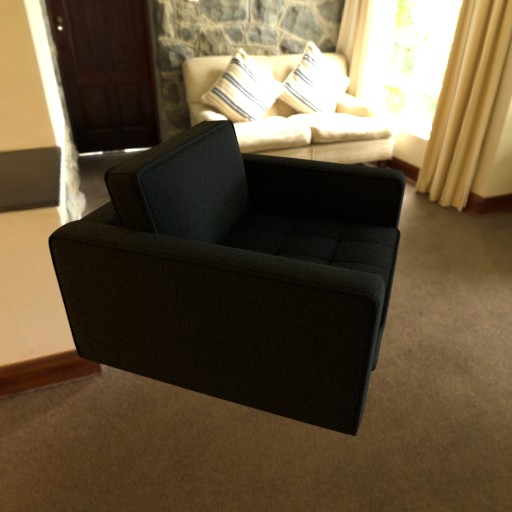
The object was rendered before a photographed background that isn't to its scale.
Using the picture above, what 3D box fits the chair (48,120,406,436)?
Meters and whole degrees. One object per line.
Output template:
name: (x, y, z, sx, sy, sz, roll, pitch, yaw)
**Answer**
chair: (0.000, 0.000, 1.532, 0.920, 0.770, 0.899, 10, 31, 17)
